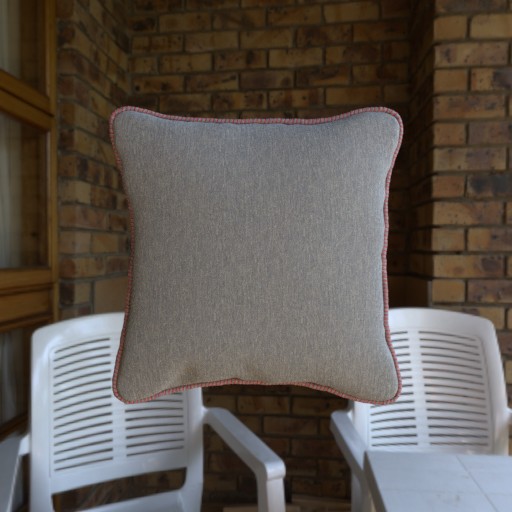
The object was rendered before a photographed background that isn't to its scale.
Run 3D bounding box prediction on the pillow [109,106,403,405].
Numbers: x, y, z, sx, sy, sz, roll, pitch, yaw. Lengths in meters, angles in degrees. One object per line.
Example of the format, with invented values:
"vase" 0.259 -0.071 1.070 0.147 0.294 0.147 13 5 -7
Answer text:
"pillow" 0.000 0.000 0.732 0.482 0.491 0.124 0 1 0
